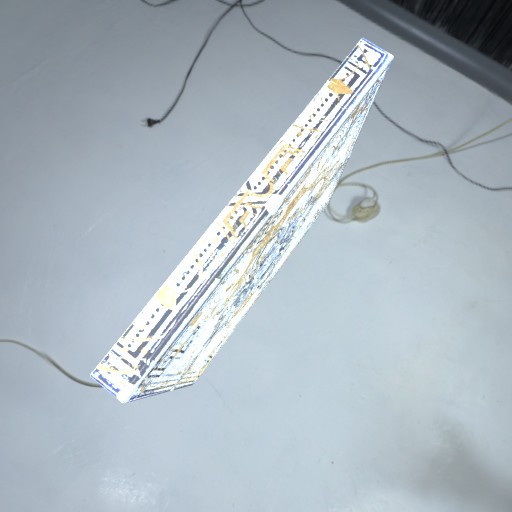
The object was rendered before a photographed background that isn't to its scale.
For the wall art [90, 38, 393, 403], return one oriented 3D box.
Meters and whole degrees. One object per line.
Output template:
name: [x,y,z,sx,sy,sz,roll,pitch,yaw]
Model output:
wall art: [0.000,0.000,0.602,0.038,0.410,0.411,36,79,8]
